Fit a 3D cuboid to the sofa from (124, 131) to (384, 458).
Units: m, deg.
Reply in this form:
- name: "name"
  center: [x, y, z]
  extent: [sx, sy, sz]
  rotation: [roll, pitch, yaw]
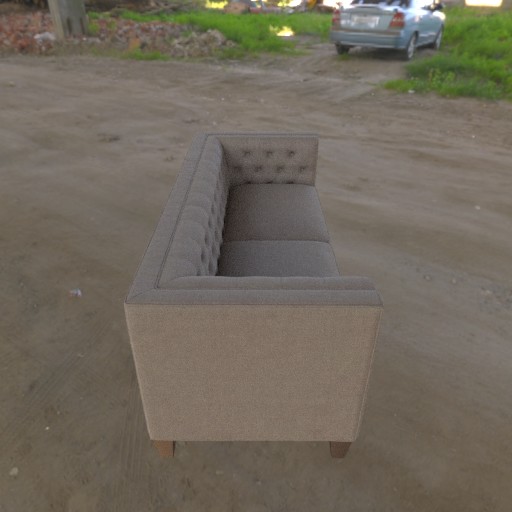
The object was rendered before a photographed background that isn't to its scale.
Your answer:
- name: "sofa"
  center: [0.000, 0.000, 2.239]
  extent: [0.775, 0.762, 1.778]
  rotation: [0, 32, 0]
